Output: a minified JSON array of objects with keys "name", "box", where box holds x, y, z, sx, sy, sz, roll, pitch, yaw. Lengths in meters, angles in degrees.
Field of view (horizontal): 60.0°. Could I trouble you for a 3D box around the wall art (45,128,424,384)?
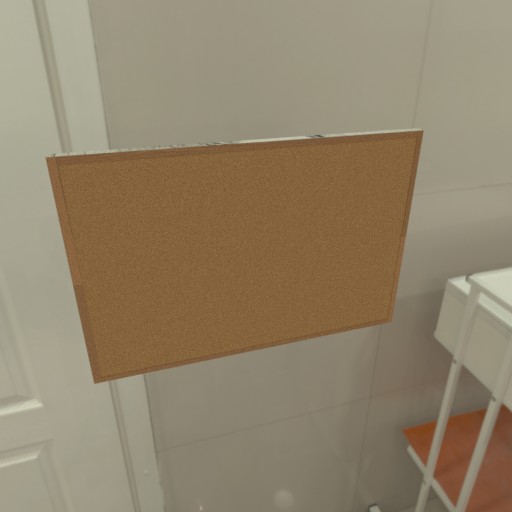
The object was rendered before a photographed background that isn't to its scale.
[{"name":"wall art","box":[0.000,0.000,1.473,1.141,0.758,0.035,-8,28,-16]}]
